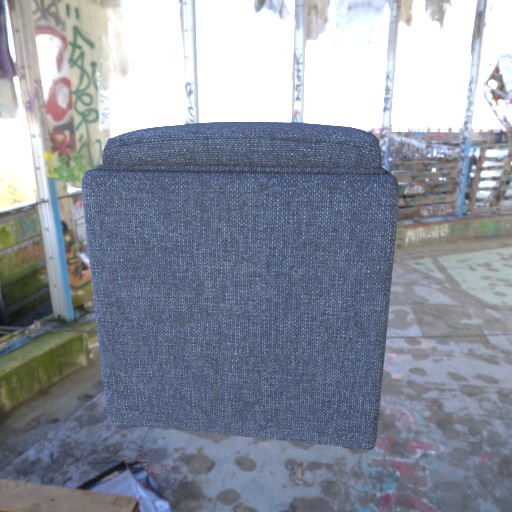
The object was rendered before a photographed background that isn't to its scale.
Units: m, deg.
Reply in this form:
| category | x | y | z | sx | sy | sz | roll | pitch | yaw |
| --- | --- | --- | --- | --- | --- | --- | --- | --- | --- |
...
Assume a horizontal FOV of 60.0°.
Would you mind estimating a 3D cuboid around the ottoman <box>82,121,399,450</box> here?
| category | x | y | z | sx | sy | sz | roll | pitch | yaw |
| --- | --- | --- | --- | --- | --- | --- | --- | --- | --- |
| ottoman | 0.000 | 0.000 | 0.846 | 0.436 | 0.493 | 0.454 | 2 | 17 | 8 |
